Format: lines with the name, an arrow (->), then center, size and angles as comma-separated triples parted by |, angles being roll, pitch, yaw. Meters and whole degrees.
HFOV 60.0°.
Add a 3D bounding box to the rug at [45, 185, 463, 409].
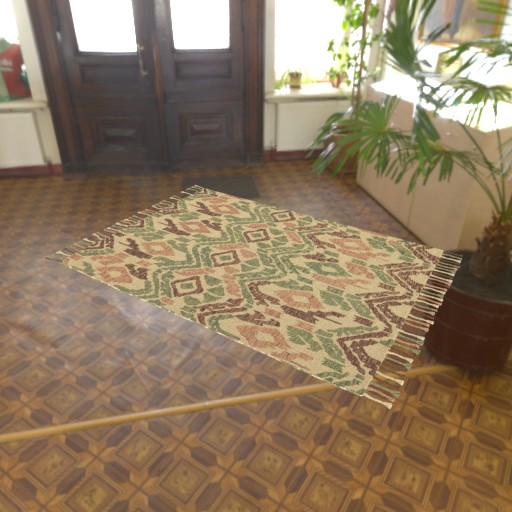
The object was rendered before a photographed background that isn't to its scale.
rug -> 0.000, 0.000, 2.305 | 1.829, 0.010, 1.219 | 18, 35, 28
